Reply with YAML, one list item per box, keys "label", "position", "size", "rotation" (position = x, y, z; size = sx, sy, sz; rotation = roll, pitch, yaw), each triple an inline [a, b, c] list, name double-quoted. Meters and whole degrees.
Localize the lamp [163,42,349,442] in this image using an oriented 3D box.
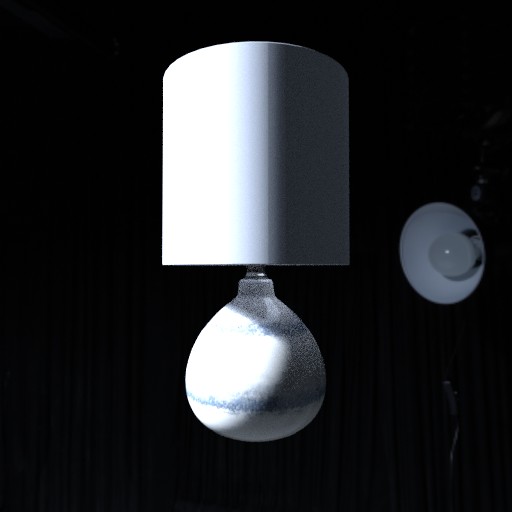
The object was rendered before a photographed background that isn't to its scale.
- label: "lamp"
  position: [0.000, 0.000, 0.526]
  size: [0.216, 0.404, 0.216]
  rotation: [0, -1, 18]
